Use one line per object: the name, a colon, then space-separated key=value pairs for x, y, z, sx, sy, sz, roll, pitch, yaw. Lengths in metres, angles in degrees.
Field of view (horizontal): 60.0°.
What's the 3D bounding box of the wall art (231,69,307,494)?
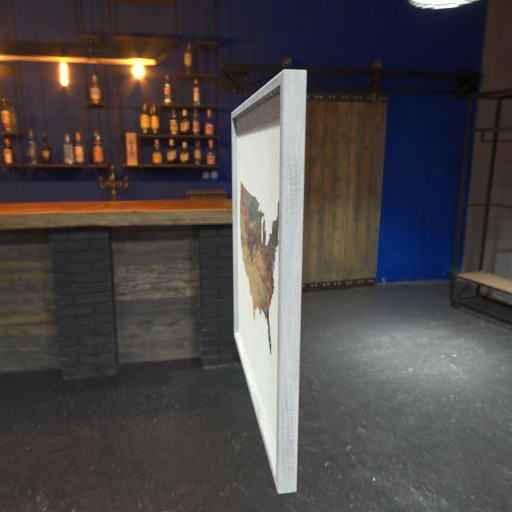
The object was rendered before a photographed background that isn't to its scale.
wall art: x=0.000 y=0.000 z=0.450 sx=0.015 sy=0.303 sz=0.303 roll=-2 pitch=13 yaw=-9
